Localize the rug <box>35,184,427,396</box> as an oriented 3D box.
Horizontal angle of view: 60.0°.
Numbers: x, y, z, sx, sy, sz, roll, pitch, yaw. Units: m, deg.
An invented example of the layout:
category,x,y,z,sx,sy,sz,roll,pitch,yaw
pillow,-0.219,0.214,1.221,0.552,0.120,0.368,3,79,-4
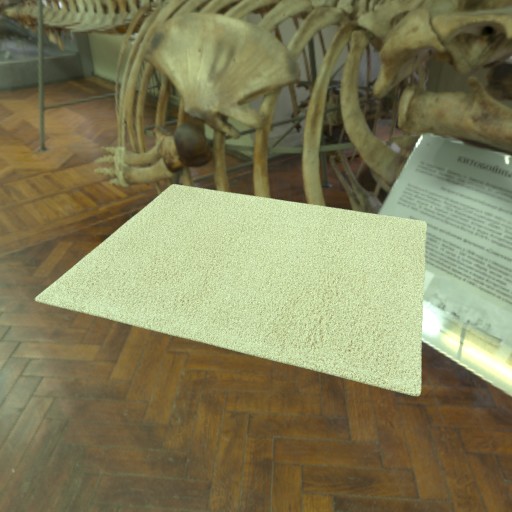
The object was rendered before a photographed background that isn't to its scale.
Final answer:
category,x,y,z,sx,sy,sz,roll,pitch,yaw
rug,0.000,0.000,4.203,3.047,0.029,2.438,11,35,16
